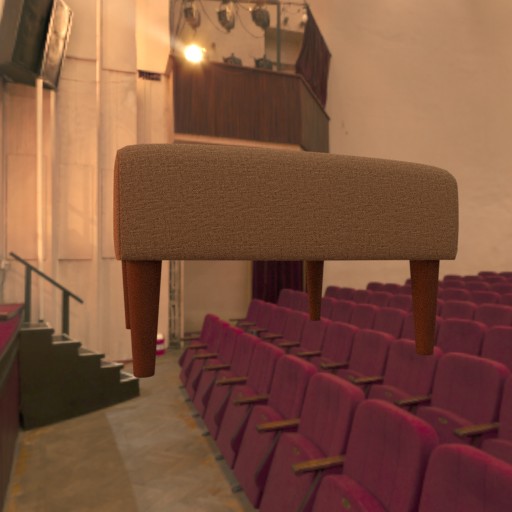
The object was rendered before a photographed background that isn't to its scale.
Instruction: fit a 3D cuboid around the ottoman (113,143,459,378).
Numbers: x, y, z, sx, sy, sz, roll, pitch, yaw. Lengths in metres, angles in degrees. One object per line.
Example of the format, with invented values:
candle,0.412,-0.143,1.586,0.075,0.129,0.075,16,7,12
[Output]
ottoman,0.000,0.000,1.062,0.650,0.398,0.649,0,0,-18
